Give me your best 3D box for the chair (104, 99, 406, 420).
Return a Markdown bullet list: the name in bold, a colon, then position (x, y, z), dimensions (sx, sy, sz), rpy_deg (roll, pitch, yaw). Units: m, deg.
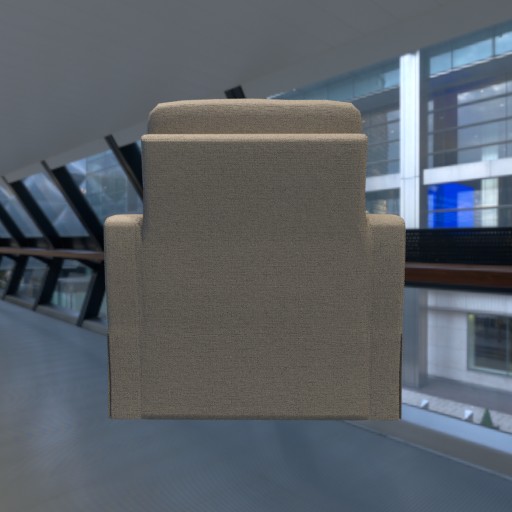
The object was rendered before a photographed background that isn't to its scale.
- **chair**: position (0.000, 0.000, 1.488), dimensions (0.755, 0.827, 0.888), rpy_deg (0, 0, 1)
